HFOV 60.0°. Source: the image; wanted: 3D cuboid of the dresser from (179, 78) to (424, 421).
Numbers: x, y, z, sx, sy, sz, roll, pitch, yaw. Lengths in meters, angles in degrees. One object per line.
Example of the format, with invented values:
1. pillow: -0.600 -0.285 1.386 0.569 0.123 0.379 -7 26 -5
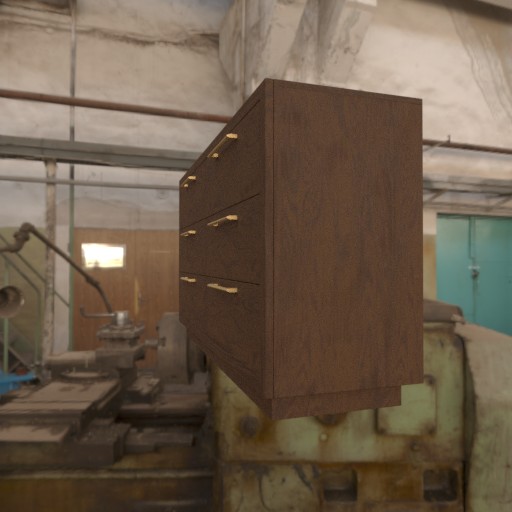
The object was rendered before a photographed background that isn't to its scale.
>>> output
1. dresser: 0.000 0.000 1.912 0.512 0.889 1.523 0 -1 -18
